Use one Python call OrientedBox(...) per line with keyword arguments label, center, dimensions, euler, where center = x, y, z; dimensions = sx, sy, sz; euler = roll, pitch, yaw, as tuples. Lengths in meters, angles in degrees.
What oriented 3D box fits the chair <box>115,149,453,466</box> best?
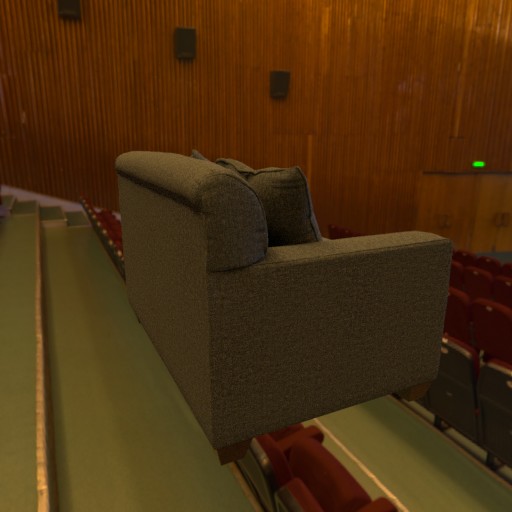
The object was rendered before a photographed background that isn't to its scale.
OrientedBox(label="chair", center=(0.000, 0.000, 2.033), dimensions=(1.000, 0.948, 1.383), euler=(-7, 17, -25))
